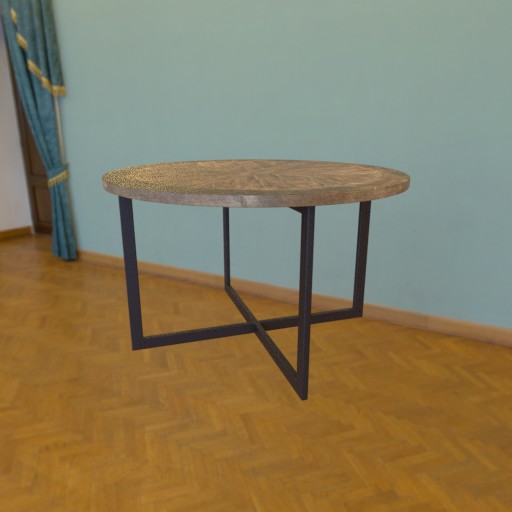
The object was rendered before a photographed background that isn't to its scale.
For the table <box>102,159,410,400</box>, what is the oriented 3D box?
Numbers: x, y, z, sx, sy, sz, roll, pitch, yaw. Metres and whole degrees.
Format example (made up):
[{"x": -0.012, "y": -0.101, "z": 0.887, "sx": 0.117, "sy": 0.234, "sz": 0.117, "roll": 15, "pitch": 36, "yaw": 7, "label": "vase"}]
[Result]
[{"x": 0.000, "y": 0.000, "z": 2.024, "sx": 1.264, "sy": 0.762, "sz": 1.264, "roll": 0, "pitch": 17, "yaw": 0, "label": "table"}]
